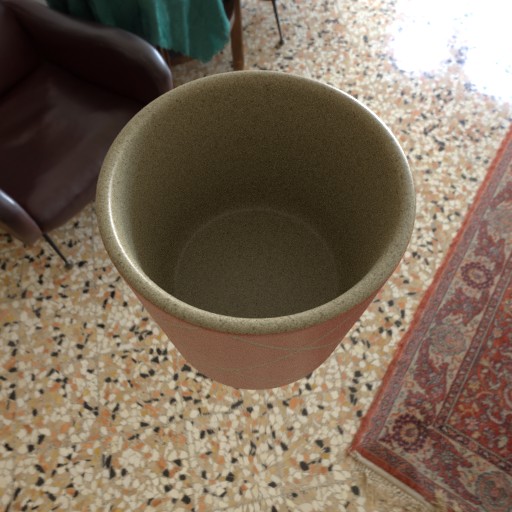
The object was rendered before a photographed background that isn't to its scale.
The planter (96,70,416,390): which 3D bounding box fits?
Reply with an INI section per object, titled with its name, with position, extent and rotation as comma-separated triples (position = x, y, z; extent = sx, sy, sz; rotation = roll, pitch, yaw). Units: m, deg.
[planter]
position = 0.000, 0.000, 0.354
extent = 0.191, 0.200, 0.191
rotation = 0, 63, 0
